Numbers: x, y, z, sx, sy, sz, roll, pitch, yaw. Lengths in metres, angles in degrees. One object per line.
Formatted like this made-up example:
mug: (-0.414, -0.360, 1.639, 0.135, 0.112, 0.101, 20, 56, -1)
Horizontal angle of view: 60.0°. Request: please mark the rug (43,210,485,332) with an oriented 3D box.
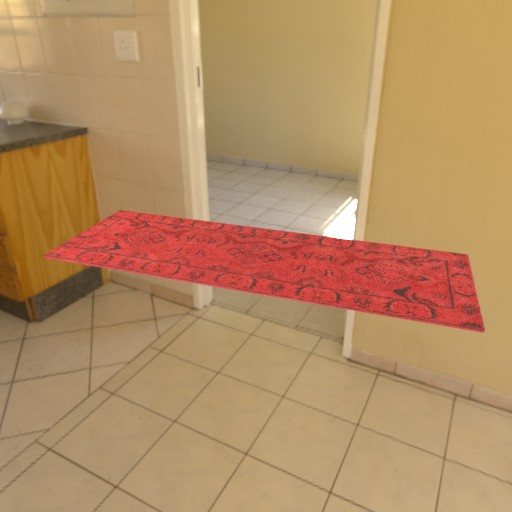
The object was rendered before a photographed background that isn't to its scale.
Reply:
rug: (0.000, 0.000, 2.679, 2.439, 0.018, 0.813, 8, 28, 16)
